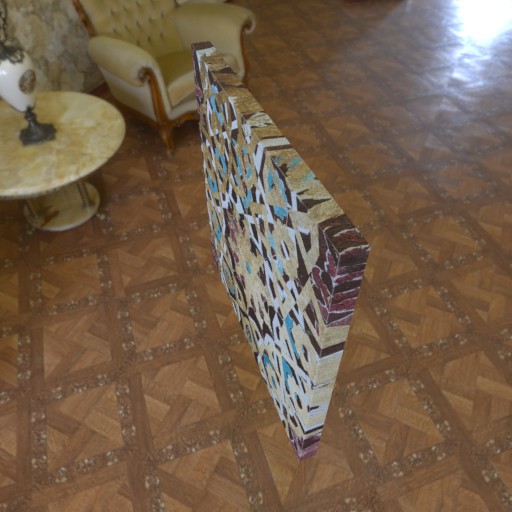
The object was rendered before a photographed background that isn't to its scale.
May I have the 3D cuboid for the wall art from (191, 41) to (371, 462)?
[{"bbox_3d":[0.000,0.000,0.890,0.041,0.613,0.609,-15,48,-14],"label":"wall art"}]
